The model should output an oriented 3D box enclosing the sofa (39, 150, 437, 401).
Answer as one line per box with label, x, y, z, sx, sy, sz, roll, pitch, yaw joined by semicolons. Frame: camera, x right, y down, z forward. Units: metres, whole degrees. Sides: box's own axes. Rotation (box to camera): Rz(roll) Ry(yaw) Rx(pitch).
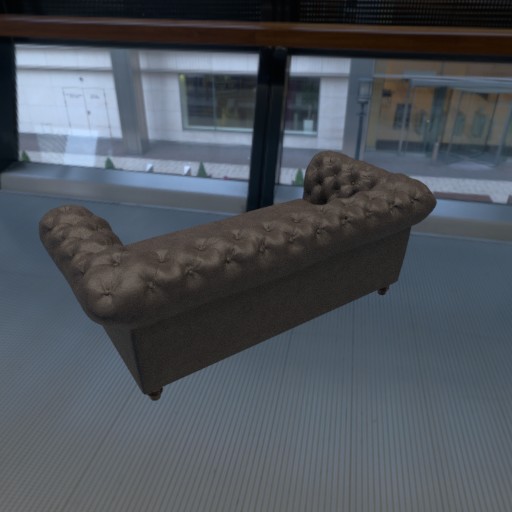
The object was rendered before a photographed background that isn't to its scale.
sofa;0.000;0.000;2.529;2.048;0.779;0.944;-18;34;-29
